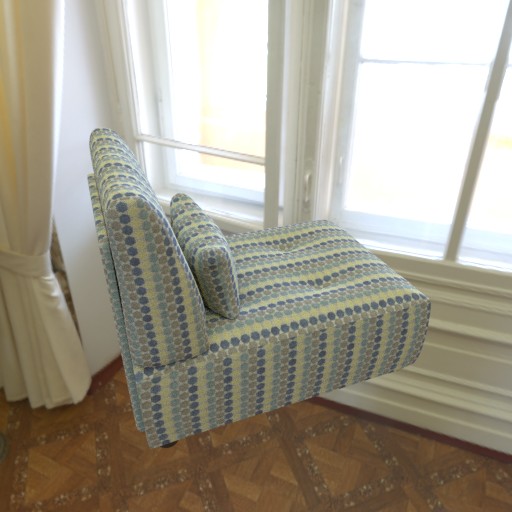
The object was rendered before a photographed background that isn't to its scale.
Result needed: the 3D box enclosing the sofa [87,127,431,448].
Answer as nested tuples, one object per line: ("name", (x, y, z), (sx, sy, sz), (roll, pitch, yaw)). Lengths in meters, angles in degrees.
("sofa", (0.000, 0.000, 1.552), (1.000, 0.820, 0.700), (-11, 32, -18))
